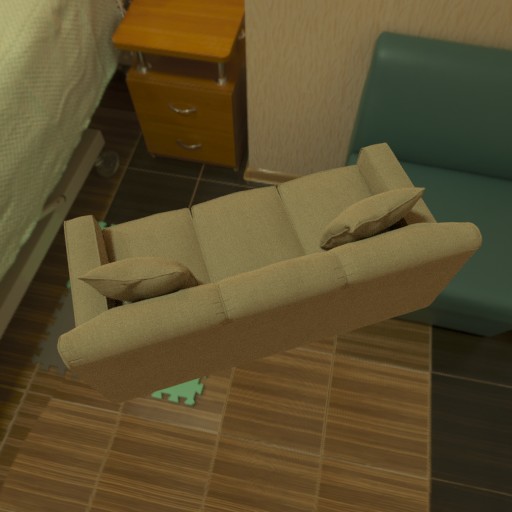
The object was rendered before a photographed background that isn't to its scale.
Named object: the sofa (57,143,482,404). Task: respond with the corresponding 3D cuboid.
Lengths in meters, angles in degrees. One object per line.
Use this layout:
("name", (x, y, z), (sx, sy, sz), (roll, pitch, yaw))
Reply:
("sofa", (0.000, 0.000, 2.570), (2.024, 0.958, 0.997), (-15, 61, -9))
